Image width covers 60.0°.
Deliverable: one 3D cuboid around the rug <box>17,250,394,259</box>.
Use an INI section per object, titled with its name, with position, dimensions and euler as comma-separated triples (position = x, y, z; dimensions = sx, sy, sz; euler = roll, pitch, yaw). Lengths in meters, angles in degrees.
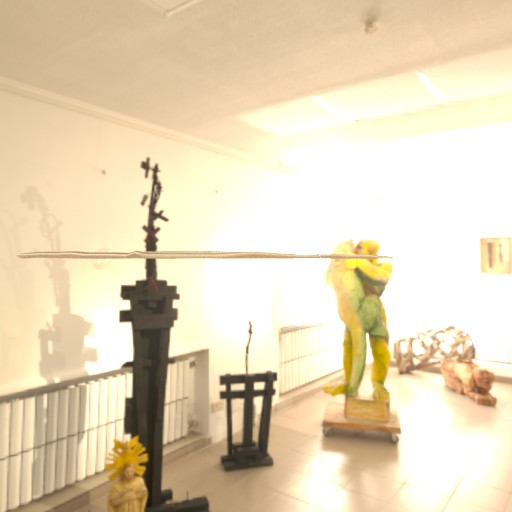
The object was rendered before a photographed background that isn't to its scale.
[rug]
position = 0.000, 0.000, 2.630
dimensions = 0.831, 0.036, 2.381
euler = 0, -1, 37
